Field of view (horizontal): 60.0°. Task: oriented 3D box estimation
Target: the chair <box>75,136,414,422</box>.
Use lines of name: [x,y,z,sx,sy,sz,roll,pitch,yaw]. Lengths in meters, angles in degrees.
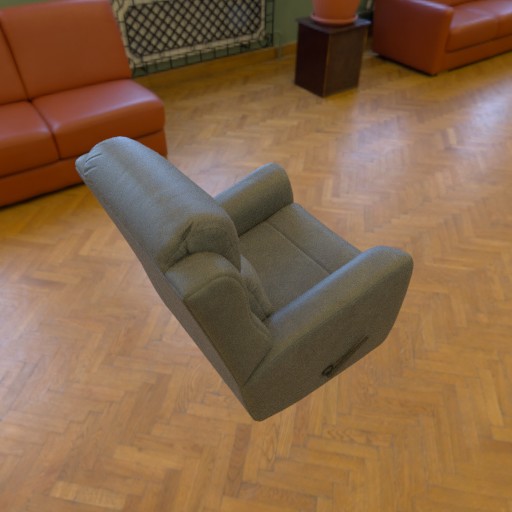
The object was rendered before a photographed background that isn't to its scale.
chair: [0.000,0.000,1.911,1.068,1.116,0.967,-26,48,-26]
